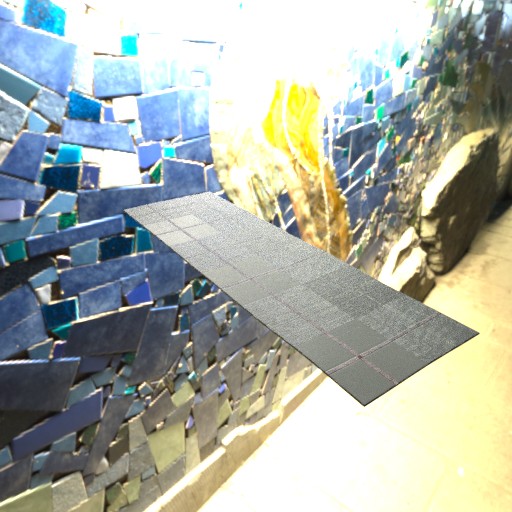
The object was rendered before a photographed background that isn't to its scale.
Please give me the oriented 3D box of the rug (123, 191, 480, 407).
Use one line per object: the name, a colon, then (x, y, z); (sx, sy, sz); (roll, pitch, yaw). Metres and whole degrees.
rug: (0.000, 0.000, 2.701); (0.762, 0.013, 2.439); (-18, 32, -31)
